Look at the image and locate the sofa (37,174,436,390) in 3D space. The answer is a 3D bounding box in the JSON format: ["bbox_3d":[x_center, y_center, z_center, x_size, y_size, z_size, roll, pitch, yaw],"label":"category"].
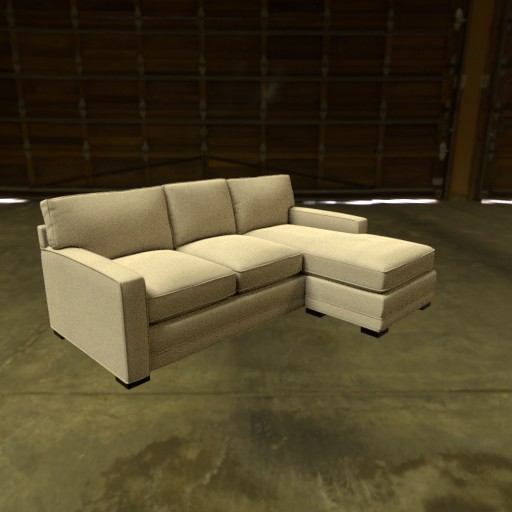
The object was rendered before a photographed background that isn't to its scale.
[{"bbox_3d":[0.000,0.000,2.817,1.496,0.861,2.087,15,22,42],"label":"sofa"}]
